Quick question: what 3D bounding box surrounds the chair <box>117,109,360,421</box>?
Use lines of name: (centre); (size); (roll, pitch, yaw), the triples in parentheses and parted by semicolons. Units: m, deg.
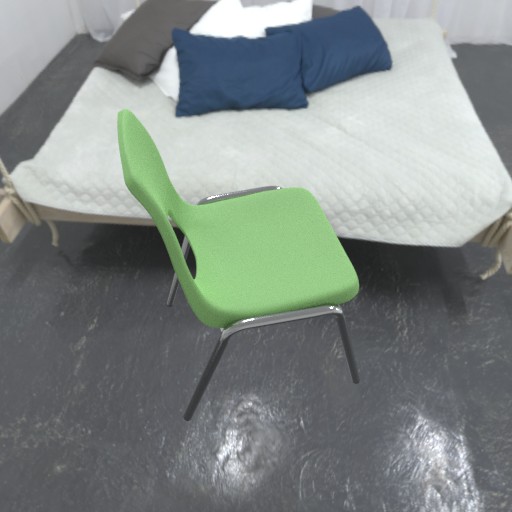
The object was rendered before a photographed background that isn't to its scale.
chair: (0.000, 0.000, 0.941); (0.436, 0.653, 0.381); (-11, 49, -10)
